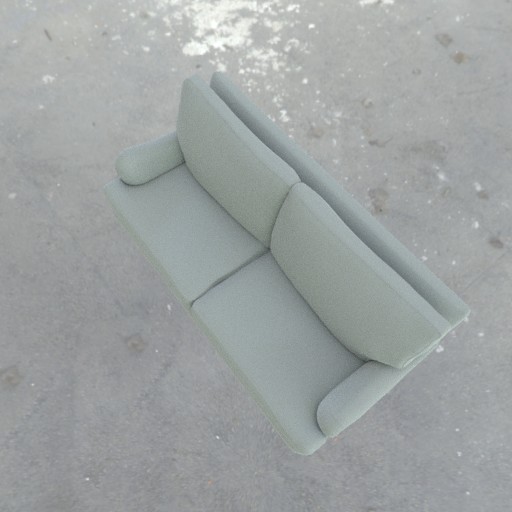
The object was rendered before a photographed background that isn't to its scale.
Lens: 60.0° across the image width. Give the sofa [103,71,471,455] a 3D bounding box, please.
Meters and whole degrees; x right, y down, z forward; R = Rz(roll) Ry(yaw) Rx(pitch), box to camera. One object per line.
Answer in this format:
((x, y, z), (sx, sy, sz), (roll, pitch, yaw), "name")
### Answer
((0.000, 0.000, 2.799), (1.069, 1.096, 2.193), (-35, 69, -16), "sofa")
